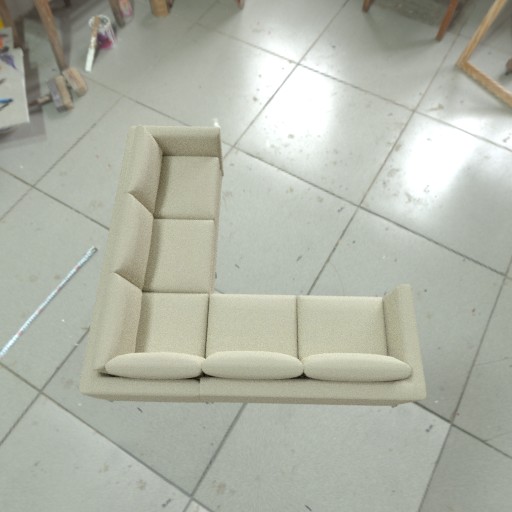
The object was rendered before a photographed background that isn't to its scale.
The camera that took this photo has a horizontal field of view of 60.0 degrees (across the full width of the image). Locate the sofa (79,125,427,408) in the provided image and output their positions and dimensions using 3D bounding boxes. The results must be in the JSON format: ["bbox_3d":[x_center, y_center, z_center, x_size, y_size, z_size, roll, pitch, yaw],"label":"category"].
[{"bbox_3d":[0.000,0.000,3.828,2.430,0.867,2.448,1,64,1],"label":"sofa"}]
